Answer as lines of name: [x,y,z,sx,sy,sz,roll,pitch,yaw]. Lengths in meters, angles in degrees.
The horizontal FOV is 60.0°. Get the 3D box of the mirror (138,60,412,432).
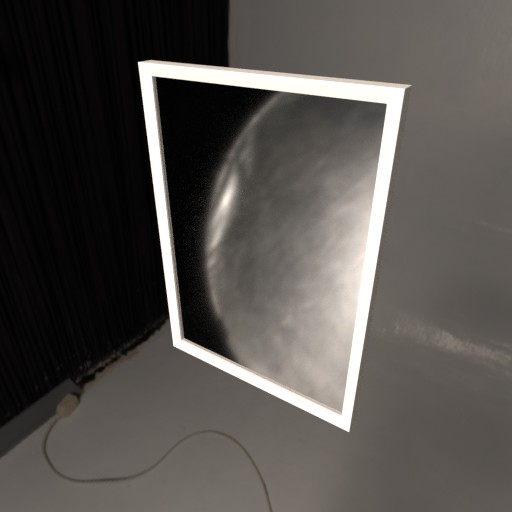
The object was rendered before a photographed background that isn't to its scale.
mirror: [0.000,0.000,0.916,0.507,0.710,0.039,18,35,28]
